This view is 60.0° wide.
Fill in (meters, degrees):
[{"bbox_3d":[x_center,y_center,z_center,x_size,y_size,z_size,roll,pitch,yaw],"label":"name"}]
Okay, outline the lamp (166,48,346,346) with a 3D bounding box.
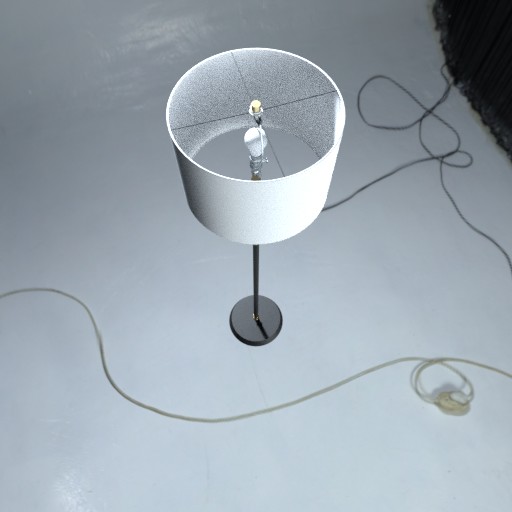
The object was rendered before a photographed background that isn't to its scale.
[{"bbox_3d":[0.000,0.000,1.666,0.404,1.517,0.404,-16,65,-8],"label":"lamp"}]
